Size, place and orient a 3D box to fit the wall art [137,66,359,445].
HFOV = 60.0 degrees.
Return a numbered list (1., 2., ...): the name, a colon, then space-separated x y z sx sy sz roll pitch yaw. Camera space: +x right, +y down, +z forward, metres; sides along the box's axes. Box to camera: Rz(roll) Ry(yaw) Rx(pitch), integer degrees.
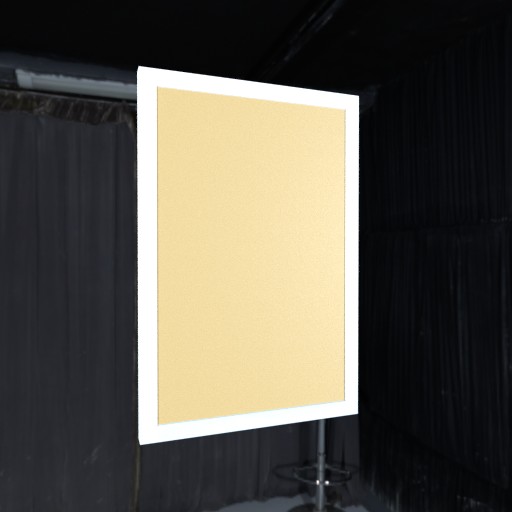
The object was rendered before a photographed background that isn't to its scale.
1. wall art: 0.000 0.000 1.192 0.612 0.915 0.039 0 1 -20
